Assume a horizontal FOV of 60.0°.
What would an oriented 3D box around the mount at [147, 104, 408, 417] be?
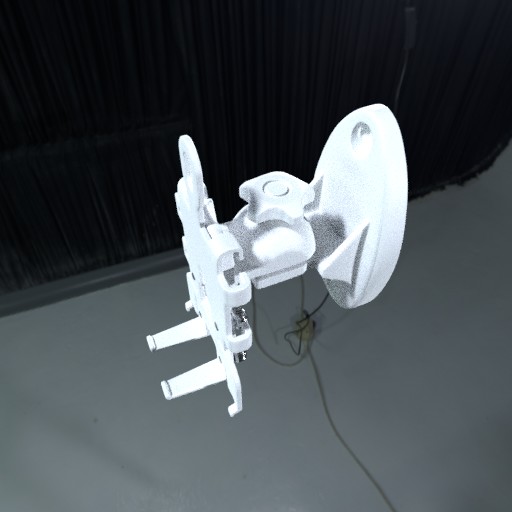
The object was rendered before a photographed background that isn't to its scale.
[{"bbox_3d":[0.000,0.000,0.179,0.100,0.118,0.066,-18,48,-16],"label":"mount"}]
